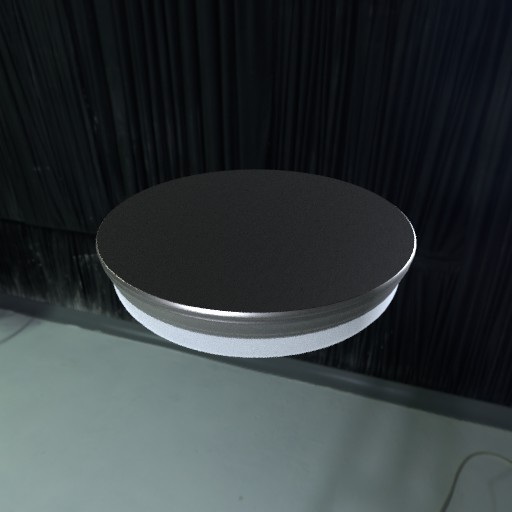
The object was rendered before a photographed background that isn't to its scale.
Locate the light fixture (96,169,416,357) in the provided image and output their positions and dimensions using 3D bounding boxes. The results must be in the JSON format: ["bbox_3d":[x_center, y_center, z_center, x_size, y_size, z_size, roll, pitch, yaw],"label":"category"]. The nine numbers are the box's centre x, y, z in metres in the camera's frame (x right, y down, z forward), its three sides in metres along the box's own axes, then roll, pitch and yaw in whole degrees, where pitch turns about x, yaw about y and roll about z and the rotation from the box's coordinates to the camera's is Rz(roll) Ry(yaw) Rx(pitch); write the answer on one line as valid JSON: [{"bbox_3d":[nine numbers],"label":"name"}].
[{"bbox_3d":[0.000,0.000,0.557,0.368,0.100,0.368,0,30,0],"label":"light fixture"}]
